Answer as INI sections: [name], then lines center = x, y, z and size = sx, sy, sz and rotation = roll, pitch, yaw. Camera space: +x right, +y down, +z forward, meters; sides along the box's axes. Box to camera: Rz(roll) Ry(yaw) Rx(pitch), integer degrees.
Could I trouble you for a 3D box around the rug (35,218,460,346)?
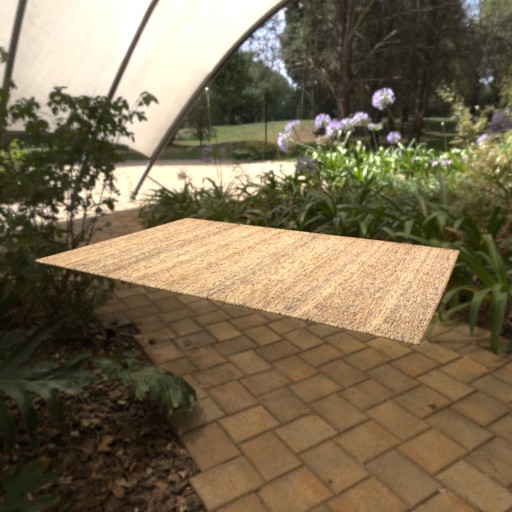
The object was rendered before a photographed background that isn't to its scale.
[rug]
center = 0.000, 0.000, 2.307
size = 1.846, 0.014, 1.243
rotation = 9, 18, 28
